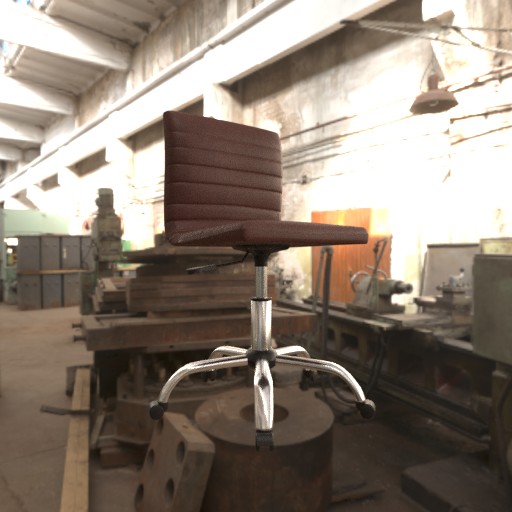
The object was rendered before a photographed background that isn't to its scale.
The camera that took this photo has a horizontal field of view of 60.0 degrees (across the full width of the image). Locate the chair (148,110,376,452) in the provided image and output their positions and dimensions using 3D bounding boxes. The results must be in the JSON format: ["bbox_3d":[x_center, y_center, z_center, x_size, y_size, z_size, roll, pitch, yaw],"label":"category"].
[{"bbox_3d":[0.000,0.000,1.172,0.556,0.780,0.530,0,0,-36],"label":"chair"}]
